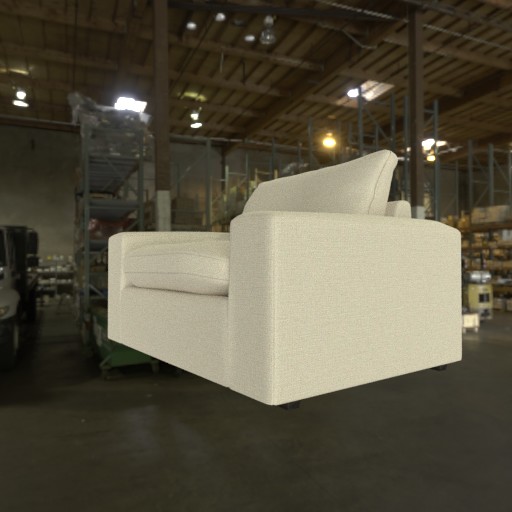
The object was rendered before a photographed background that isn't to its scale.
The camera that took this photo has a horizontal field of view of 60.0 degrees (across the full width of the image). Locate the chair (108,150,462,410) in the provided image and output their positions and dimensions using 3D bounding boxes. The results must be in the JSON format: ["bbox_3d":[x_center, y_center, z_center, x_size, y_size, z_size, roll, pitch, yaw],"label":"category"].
[{"bbox_3d":[0.000,0.000,2.043,1.039,0.915,1.398,1,-1,-36],"label":"chair"}]
